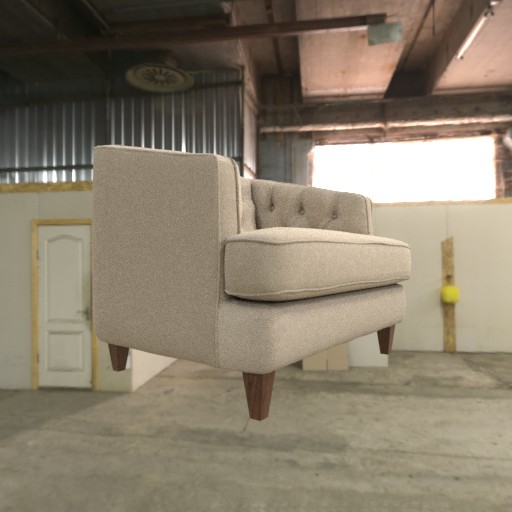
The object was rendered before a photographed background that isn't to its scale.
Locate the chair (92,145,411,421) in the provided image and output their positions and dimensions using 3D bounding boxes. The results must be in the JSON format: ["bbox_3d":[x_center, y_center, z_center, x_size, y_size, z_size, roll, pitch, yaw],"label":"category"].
[{"bbox_3d":[0.000,0.000,1.758,0.941,0.852,1.104,0,0,36],"label":"chair"}]
